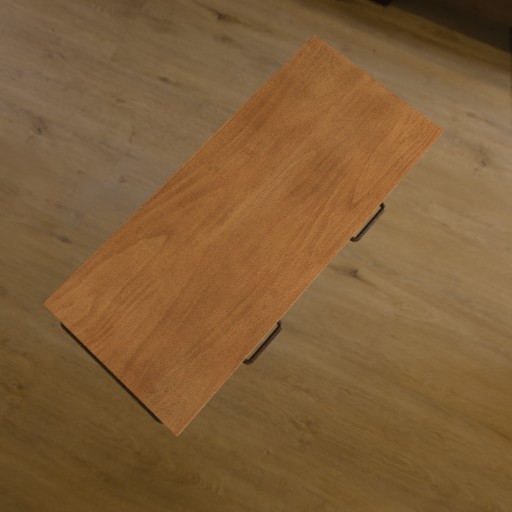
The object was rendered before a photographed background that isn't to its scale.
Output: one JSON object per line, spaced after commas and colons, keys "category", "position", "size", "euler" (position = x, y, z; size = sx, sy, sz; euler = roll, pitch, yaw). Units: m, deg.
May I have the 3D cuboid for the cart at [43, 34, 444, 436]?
{"category": "cart", "position": [0.000, 0.000, 0.979], "size": [0.298, 0.554, 0.686], "euler": [41, 80, 9]}
